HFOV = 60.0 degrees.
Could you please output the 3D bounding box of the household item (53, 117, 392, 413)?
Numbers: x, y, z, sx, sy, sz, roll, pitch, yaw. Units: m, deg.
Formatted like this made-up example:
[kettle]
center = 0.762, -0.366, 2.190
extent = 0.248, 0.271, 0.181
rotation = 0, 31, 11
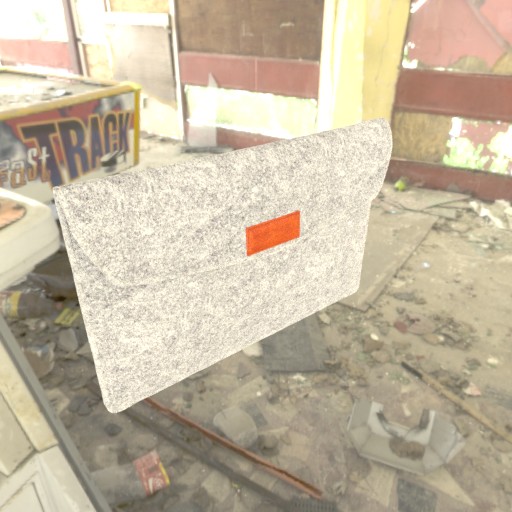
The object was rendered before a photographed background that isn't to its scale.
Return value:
[household item]
center = 0.000, 0.000, 0.434
extent = 0.335, 0.221, 0.057
rotation = -21, 36, -32
